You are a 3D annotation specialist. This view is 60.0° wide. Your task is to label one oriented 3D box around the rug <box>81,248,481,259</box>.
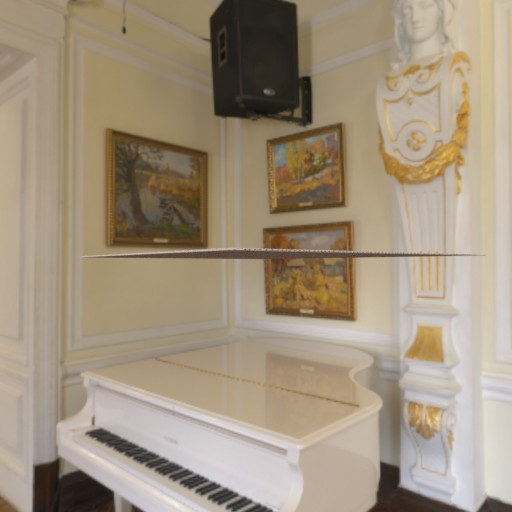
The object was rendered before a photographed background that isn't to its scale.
[{"bbox_3d":[0.000,0.000,4.096,2.380,0.013,3.051,1,-1,-36],"label":"rug"}]
